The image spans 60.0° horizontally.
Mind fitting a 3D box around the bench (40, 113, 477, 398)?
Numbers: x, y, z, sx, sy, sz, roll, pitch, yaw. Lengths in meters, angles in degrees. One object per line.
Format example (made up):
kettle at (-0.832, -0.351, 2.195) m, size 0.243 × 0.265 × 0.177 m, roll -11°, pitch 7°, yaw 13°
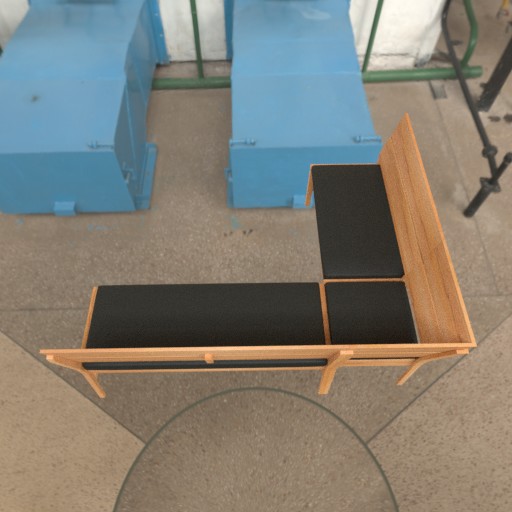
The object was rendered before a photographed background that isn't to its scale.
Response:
bench at (0.000, 0.000, 2.756) m, size 1.948 × 0.890 × 1.548 m, roll -1°, pitch 58°, yaw 0°
